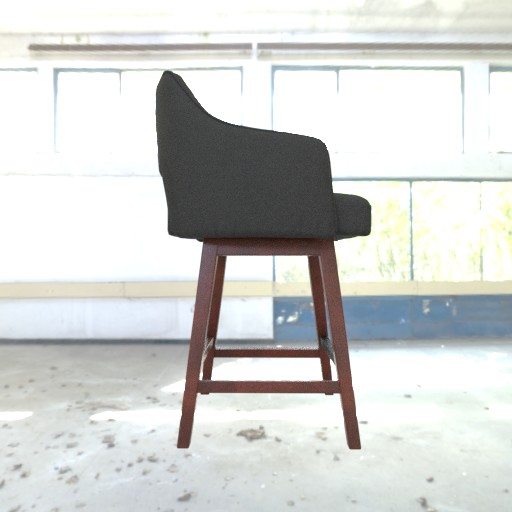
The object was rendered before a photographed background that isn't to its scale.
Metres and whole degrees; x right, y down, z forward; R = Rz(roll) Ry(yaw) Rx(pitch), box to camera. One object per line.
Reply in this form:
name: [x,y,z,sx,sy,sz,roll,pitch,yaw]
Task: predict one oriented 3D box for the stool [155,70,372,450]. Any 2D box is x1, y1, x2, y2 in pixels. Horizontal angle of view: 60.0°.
stool: [0.000,0.000,1.261,0.558,0.912,0.548,0,0,1]
